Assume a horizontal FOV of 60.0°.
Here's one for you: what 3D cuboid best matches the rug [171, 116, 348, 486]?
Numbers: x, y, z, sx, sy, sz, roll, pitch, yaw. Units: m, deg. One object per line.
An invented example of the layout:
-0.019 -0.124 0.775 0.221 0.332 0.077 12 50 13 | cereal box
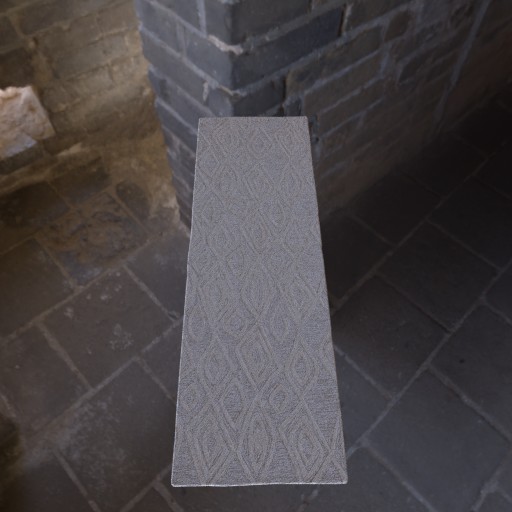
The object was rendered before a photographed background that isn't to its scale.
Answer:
0.000 0.000 2.639 0.807 0.013 2.436 -1 58 0 | rug
